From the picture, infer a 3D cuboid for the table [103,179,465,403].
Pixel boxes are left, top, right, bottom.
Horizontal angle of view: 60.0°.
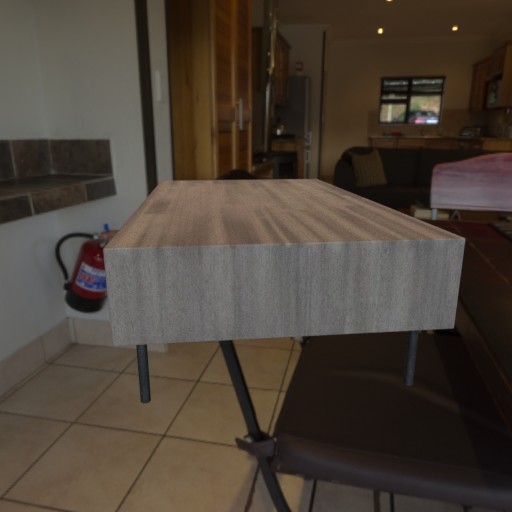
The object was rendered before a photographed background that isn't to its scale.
[{"bbox_3d":[0.000,0.000,1.337,0.643,0.347,1.088,-2,16,-6],"label":"table"}]
